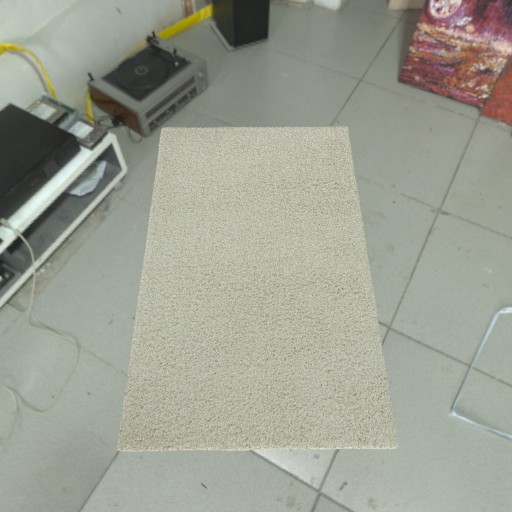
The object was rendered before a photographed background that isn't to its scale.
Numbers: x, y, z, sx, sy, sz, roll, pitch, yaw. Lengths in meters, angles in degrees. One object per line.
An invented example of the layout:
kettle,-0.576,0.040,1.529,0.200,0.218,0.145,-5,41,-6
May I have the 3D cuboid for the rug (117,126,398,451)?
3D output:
rug,0.000,0.000,3.015,1.524,0.030,2.438,0,60,0
